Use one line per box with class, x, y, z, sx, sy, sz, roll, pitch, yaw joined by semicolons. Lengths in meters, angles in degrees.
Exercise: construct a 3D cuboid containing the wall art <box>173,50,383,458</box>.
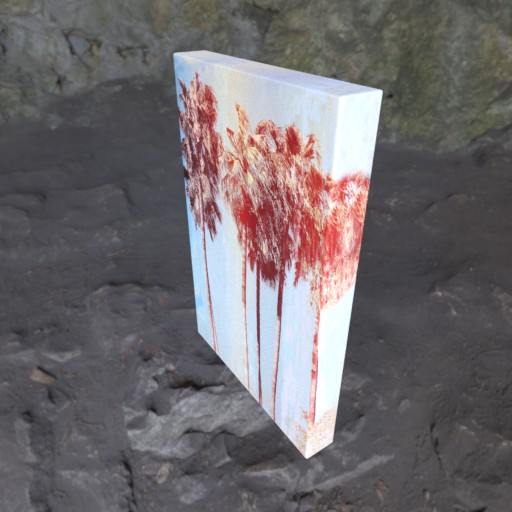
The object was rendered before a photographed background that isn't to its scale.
wall art;0.000;0.000;0.479;0.039;0.380;0.251;-20;37;-29
